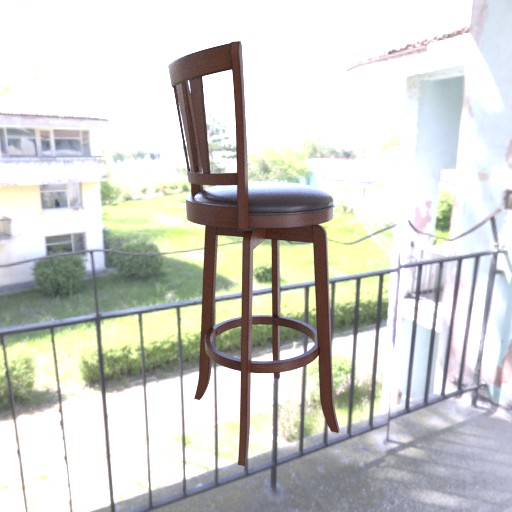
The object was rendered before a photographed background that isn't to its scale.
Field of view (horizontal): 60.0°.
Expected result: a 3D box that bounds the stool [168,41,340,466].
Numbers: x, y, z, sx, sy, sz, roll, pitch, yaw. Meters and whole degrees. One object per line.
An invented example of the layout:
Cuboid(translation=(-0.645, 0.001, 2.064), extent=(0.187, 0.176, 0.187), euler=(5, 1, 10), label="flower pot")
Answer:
Cuboid(translation=(0.000, 0.000, 1.444), extent=(0.503, 1.177, 0.464), euler=(-7, 16, -26), label="stool")
